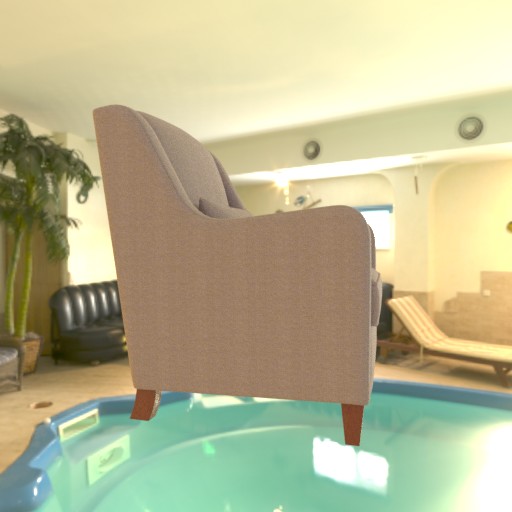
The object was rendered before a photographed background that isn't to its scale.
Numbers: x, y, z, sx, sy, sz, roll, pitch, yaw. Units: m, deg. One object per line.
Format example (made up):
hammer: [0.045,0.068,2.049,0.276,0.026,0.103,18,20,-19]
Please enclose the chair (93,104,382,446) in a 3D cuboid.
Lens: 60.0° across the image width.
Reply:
chair: [0.000,0.000,1.626,0.890,1.017,0.715,0,1,16]
